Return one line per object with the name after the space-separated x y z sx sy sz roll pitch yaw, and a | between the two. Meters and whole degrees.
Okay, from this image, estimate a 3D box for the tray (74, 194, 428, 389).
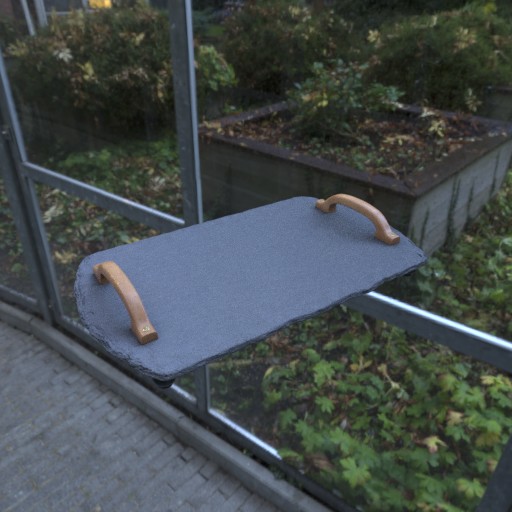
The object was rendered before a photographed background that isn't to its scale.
0.000 0.000 0.498 0.387 0.062 0.231 -19 35 -29 | tray
